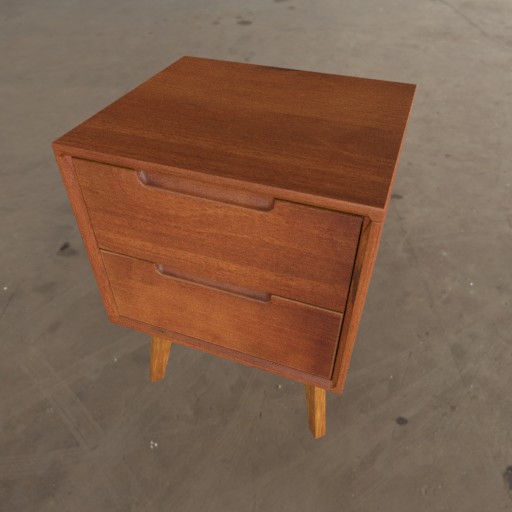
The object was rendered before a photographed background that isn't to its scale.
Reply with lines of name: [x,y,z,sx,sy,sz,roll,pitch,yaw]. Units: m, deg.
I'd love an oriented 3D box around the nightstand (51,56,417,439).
nightstand: [0.000,0.000,0.906,0.460,0.618,0.411,14,43,15]
